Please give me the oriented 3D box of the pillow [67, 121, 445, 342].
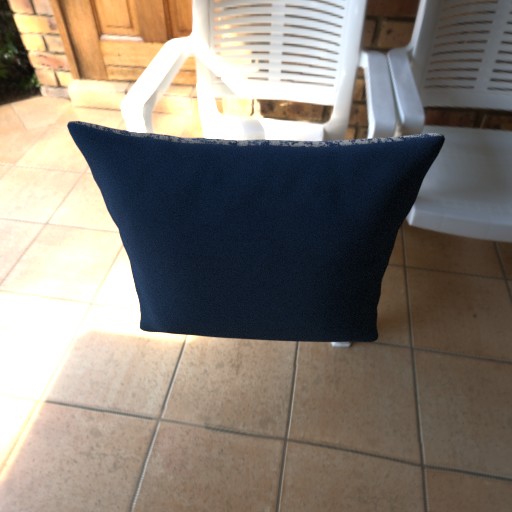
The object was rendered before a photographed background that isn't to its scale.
[{"bbox_3d":[0.000,0.000,0.787,0.523,0.510,0.166,3,46,2],"label":"pillow"}]
